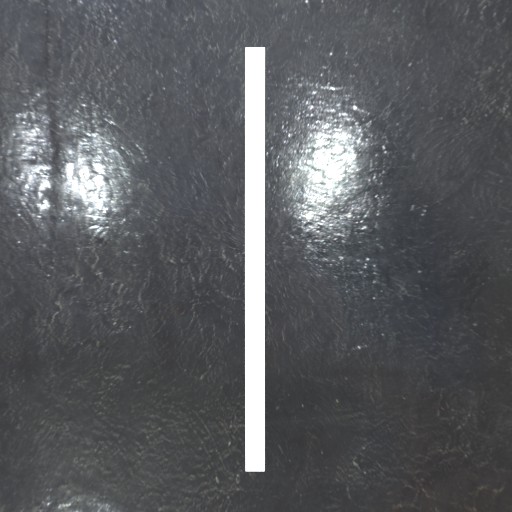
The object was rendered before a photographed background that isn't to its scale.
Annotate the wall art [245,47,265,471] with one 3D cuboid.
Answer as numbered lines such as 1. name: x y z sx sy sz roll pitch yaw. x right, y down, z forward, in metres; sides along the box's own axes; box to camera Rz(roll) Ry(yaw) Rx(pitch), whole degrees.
1. wall art: 0.000 0.000 1.355 0.039 1.050 0.795 0 91 0
